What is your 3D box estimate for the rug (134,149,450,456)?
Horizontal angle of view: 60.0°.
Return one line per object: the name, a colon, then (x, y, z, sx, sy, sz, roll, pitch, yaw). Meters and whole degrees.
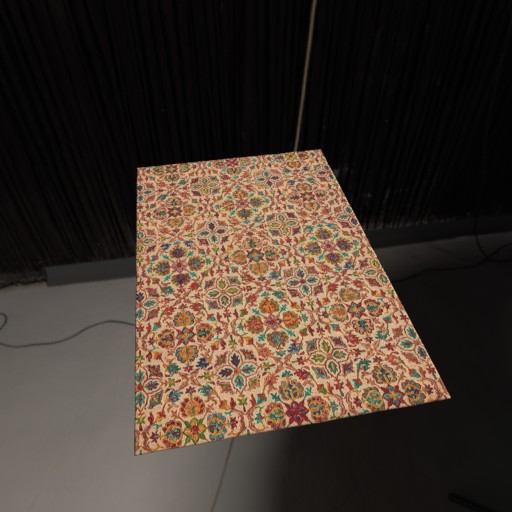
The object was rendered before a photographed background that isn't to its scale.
rug: (0.000, 0.000, 2.889, 1.541, 0.018, 2.297, -7, 46, -7)
